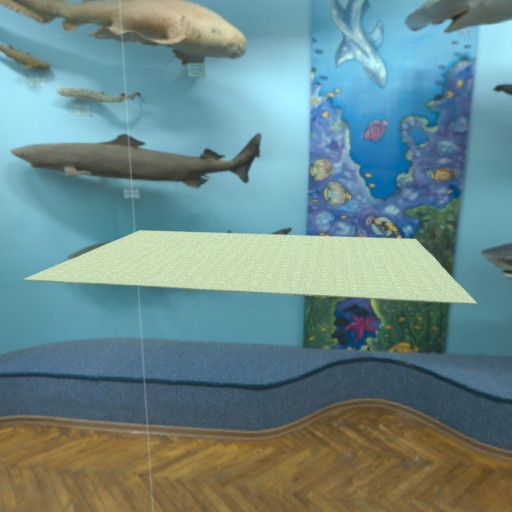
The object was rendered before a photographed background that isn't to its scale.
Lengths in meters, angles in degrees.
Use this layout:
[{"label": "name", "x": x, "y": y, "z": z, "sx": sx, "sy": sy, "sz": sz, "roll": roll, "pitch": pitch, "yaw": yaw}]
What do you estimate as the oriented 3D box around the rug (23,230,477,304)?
[{"label": "rug", "x": 0.000, "y": 0.000, "z": 2.224, "sx": 1.747, "sy": 0.006, "sz": 1.143, "roll": 2, "pitch": 14, "yaw": 9}]
